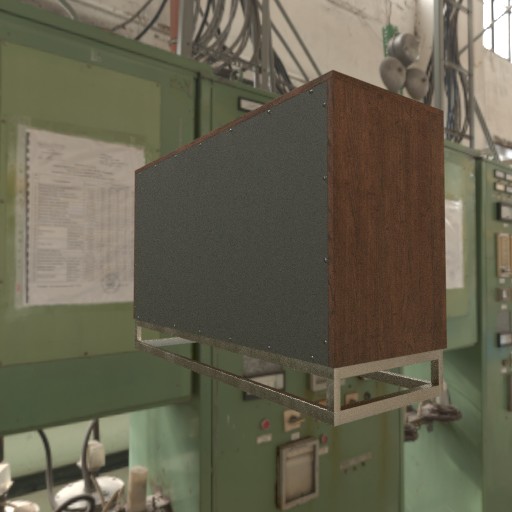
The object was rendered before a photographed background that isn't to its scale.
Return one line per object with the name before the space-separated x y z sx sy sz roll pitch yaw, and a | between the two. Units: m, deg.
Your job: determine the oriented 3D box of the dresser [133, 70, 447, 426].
dresser | 0.000 0.000 2.157 0.623 1.061 1.646 1 -2 -36
